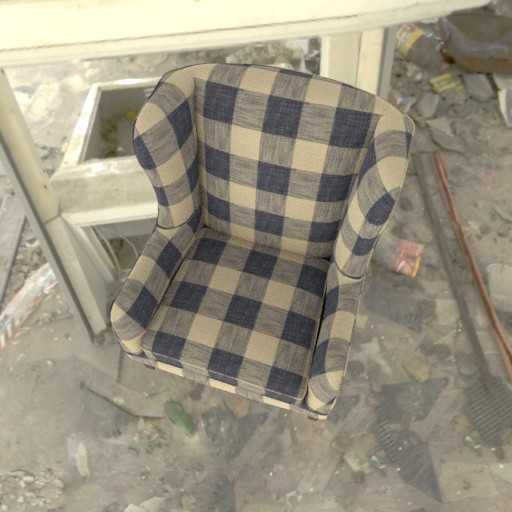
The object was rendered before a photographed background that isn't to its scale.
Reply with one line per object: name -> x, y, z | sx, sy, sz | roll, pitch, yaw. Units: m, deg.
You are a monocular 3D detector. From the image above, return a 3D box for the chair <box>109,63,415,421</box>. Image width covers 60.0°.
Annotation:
chair -> 0.000, 0.000, 1.677 | 0.830, 1.041, 0.889 | 15, 60, 9
